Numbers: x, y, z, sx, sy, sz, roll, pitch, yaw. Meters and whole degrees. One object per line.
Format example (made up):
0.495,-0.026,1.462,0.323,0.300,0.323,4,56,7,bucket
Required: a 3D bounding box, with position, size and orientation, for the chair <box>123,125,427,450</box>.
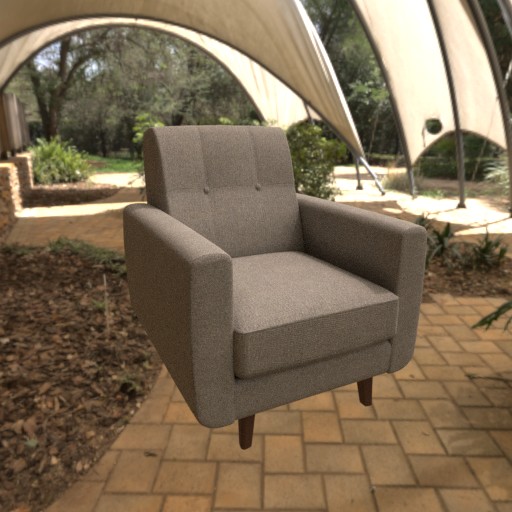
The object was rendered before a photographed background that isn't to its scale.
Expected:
0.000,0.000,1.702,0.845,0.968,0.942,-8,18,-26,chair
